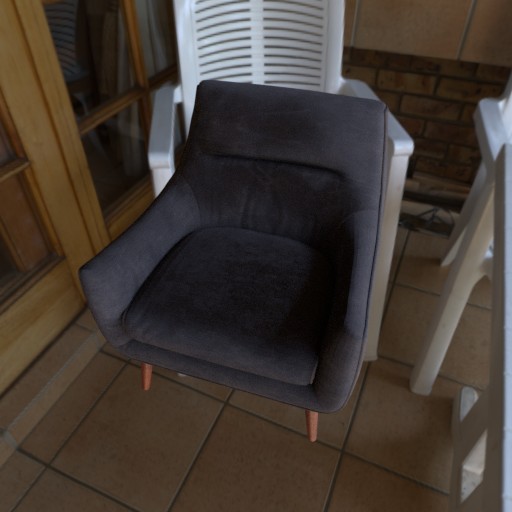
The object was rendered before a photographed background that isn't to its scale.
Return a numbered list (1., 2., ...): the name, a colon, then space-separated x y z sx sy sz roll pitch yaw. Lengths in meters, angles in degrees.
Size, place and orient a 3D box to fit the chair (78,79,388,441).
1. chair: 0.000 0.000 1.430 0.762 0.838 0.787 12 43 13
